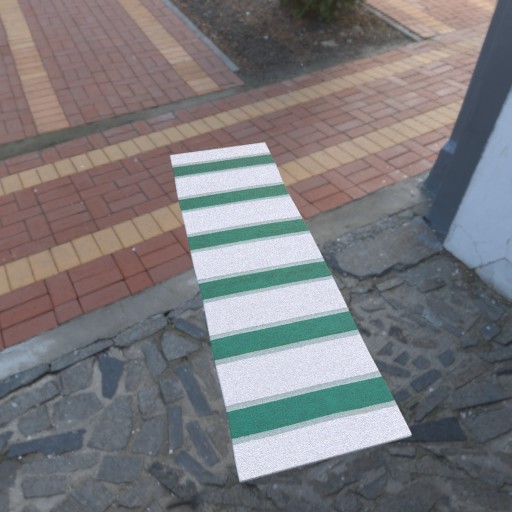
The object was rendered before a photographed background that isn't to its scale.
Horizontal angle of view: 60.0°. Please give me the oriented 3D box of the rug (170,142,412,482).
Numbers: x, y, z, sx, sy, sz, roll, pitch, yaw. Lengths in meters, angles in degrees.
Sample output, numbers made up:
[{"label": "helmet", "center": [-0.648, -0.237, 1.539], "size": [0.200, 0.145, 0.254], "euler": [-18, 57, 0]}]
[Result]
[{"label": "rug", "center": [0.000, 0.000, 2.671], "size": [0.768, 0.012, 2.438], "euler": [-10, 46, -10]}]
